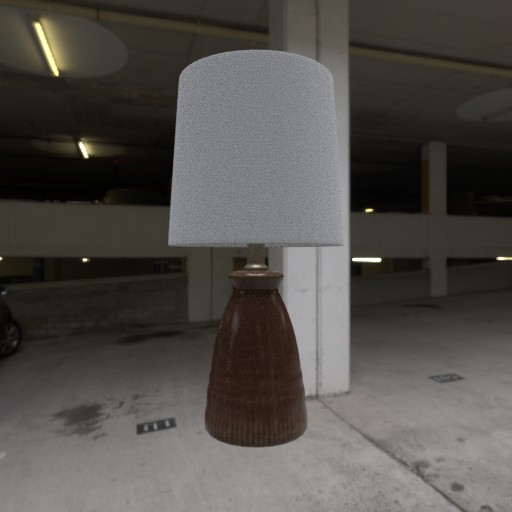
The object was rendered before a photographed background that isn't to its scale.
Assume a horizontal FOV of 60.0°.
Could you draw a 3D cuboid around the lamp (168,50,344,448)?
[{"bbox_3d":[0.000,0.000,0.479,0.186,0.369,0.186,0,0,0],"label":"lamp"}]
